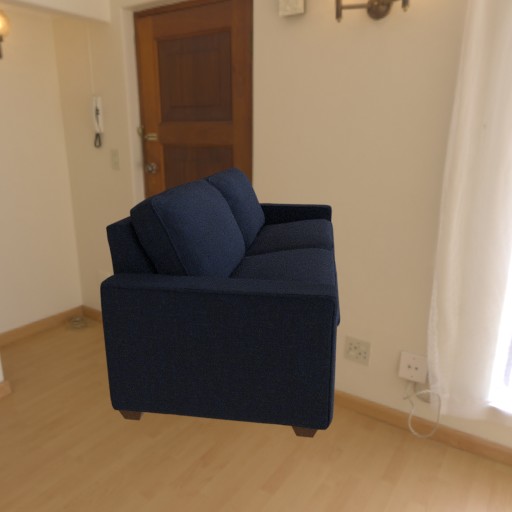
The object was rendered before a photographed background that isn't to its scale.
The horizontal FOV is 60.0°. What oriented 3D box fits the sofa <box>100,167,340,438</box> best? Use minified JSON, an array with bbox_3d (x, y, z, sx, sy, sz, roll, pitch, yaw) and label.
[{"bbox_3d":[0.000,0.000,2.621,0.940,0.919,2.080,2,16,8],"label":"sofa"}]
